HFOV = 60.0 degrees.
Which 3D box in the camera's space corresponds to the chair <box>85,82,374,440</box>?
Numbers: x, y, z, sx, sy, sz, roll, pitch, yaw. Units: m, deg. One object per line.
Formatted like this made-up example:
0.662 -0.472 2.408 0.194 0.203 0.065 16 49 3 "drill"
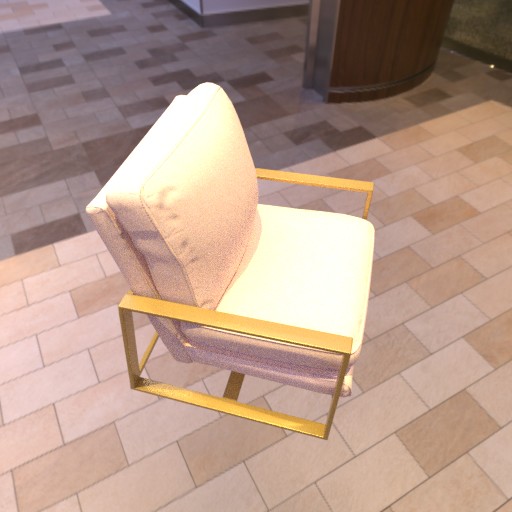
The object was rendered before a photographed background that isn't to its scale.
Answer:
0.000 0.000 1.557 0.813 0.956 0.758 11 48 10 "chair"
